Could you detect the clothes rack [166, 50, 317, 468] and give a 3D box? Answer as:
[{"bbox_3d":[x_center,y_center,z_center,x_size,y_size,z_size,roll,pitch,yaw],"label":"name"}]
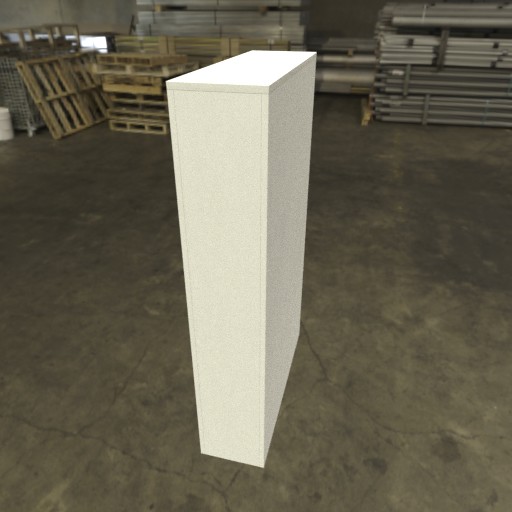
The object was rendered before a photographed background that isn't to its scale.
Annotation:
[{"bbox_3d":[0.000,0.000,1.596,0.250,1.280,0.750,7,31,13],"label":"clothes rack"}]
